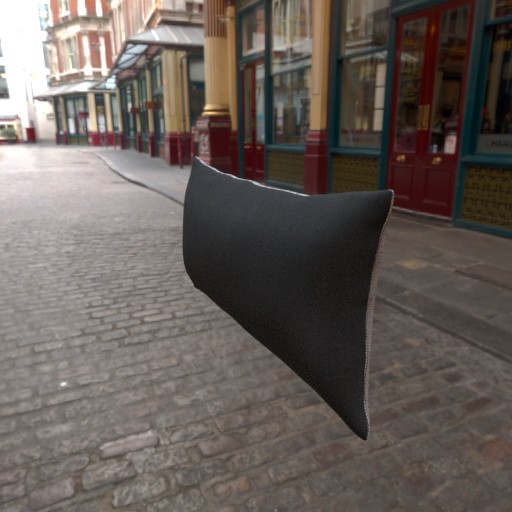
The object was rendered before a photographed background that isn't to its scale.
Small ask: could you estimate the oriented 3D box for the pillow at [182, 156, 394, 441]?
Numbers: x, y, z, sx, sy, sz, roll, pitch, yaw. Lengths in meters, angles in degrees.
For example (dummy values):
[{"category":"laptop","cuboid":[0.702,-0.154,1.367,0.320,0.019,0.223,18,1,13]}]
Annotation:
[{"category":"pillow","cuboid":[0.000,0.000,0.744,0.151,0.305,0.609,-7,17,-26]}]
